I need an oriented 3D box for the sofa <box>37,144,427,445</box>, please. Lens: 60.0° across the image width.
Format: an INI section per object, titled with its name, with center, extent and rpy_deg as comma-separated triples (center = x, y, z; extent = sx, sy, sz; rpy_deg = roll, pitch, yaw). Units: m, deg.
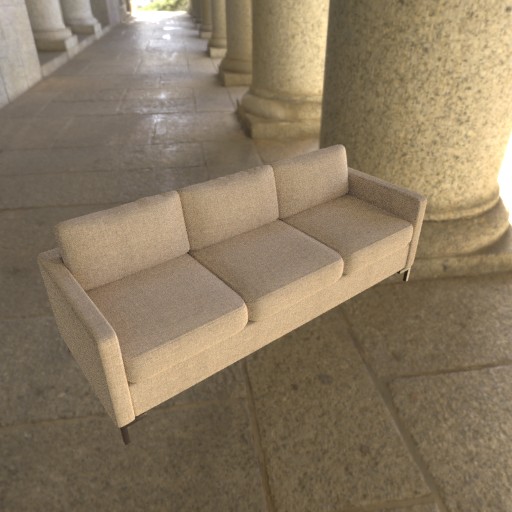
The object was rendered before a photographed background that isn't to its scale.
[sofa]
center = 0.000, 0.000, 2.686
extent = 2.218, 0.874, 0.859
rpy_deg = -22, 38, -32
